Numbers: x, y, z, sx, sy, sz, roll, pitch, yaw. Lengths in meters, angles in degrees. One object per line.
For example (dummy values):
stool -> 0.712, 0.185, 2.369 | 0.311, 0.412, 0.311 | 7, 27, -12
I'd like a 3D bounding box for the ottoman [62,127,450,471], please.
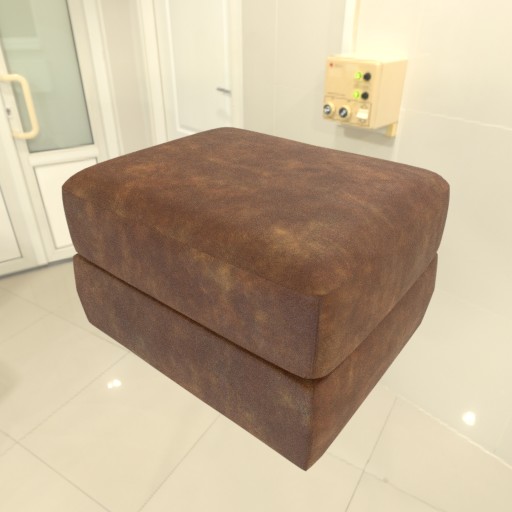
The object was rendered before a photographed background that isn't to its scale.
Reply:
ottoman -> 0.000, 0.000, 1.106 | 0.751, 0.476, 0.603 | 22, 37, 32
